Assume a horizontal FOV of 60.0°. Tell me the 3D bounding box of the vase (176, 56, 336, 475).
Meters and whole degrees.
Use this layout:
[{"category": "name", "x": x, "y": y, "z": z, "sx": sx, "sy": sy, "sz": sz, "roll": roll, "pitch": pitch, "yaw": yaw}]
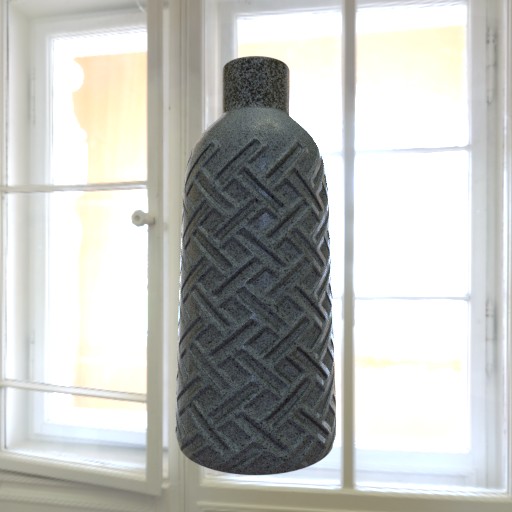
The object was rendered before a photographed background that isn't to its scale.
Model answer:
[{"category": "vase", "x": 0.000, "y": 0.000, "z": 0.338, "sx": 0.122, "sy": 0.282, "sz": 0.122, "roll": 0, "pitch": 1, "yaw": 0}]
